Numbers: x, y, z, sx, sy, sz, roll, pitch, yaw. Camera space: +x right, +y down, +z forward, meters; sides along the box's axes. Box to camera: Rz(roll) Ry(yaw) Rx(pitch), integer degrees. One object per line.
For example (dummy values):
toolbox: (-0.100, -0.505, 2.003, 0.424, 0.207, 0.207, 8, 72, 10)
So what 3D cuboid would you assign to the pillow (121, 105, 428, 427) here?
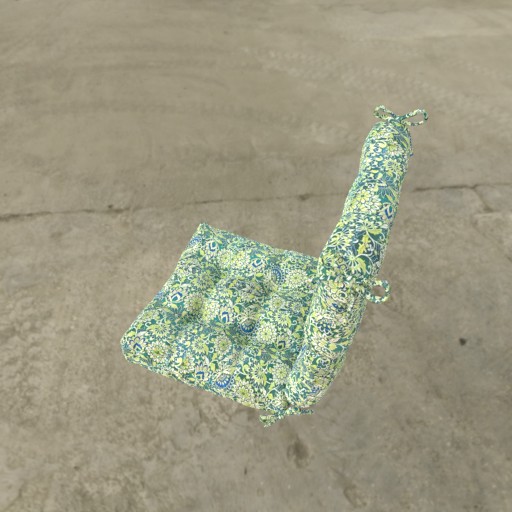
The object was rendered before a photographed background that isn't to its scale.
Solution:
pillow: (0.000, 0.000, 1.021, 0.571, 0.605, 0.519, 16, 50, 14)
